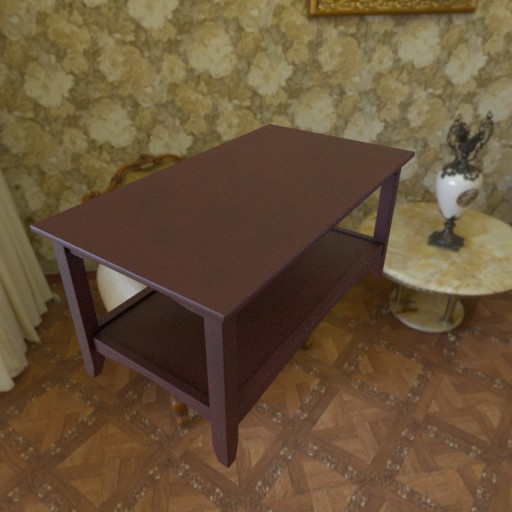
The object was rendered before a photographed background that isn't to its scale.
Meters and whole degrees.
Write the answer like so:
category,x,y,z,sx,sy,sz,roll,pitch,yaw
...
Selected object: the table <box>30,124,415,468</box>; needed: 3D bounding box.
category,x,y,z,sx,sy,sz,roll,pitch,yaw
table,0.000,0.000,1.274,0.533,0.456,0.943,20,38,29
